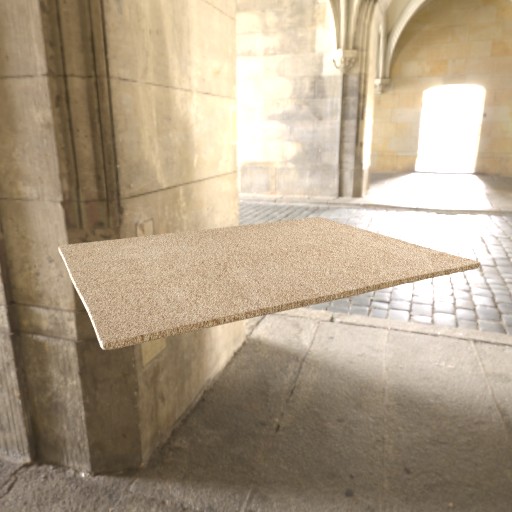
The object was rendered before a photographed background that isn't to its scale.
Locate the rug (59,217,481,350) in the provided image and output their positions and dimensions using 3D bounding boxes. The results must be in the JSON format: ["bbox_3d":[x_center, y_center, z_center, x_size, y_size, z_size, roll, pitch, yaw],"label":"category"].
[{"bbox_3d":[0.000,0.000,2.073,1.600,0.025,1.199,-8,18,-27],"label":"rug"}]
